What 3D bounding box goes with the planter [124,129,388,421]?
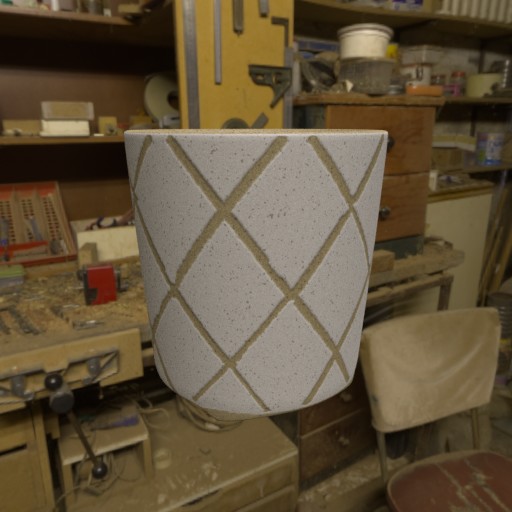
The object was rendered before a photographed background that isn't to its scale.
[{"bbox_3d":[0.000,0.000,0.430,0.228,0.235,0.228,0,16,0],"label":"planter"}]
